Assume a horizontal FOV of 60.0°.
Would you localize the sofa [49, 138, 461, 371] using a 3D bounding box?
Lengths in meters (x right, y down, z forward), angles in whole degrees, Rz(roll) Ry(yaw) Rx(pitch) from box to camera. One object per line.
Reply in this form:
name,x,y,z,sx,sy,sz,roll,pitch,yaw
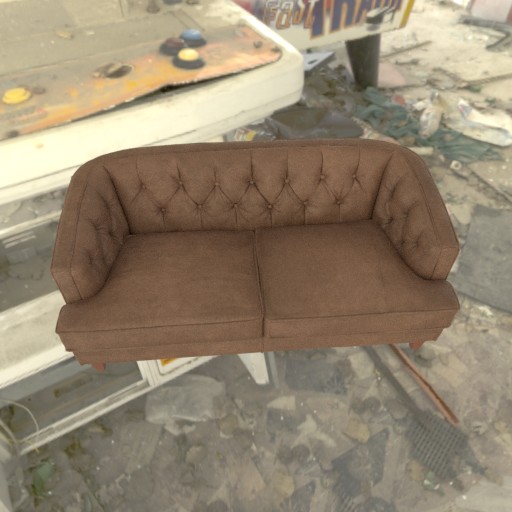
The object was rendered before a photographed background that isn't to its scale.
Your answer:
sofa,0.000,0.000,2.224,1.767,0.799,0.917,-3,46,-3
